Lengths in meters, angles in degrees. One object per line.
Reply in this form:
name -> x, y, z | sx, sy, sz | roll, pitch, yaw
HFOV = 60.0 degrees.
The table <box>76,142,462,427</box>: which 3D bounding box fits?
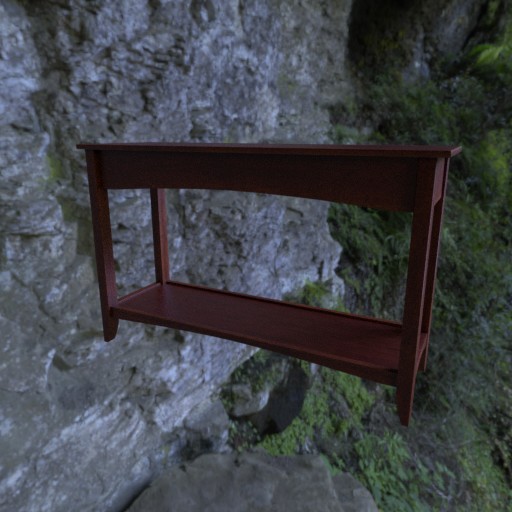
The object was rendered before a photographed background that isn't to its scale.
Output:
table -> 0.000, 0.000, 1.521 | 1.188, 0.739, 0.392 | 8, 17, 26
